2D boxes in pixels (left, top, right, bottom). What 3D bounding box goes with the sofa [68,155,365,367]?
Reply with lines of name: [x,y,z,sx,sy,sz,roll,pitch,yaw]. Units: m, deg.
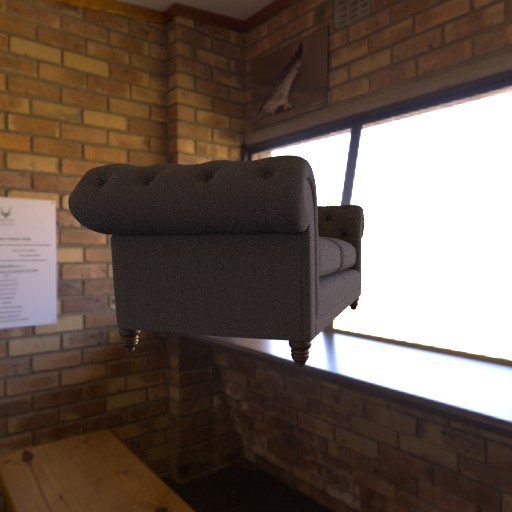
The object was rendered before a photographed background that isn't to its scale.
sofa: [0.000,0.000,2.446,0.986,0.764,1.998,0,1,19]
